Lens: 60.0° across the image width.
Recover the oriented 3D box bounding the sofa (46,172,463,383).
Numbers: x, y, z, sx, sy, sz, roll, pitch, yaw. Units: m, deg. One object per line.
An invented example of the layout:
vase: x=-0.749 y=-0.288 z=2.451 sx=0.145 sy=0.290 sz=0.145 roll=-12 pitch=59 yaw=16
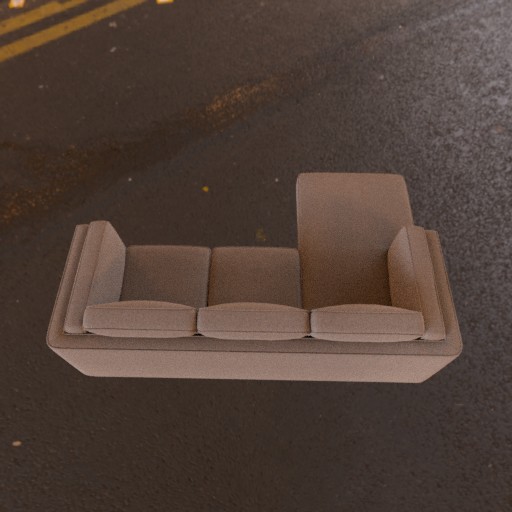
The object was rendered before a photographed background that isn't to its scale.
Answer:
sofa: x=0.000 y=0.000 z=3.146 sx=2.411 sy=0.929 sz=1.604 roll=1 pitch=59 yaw=1
